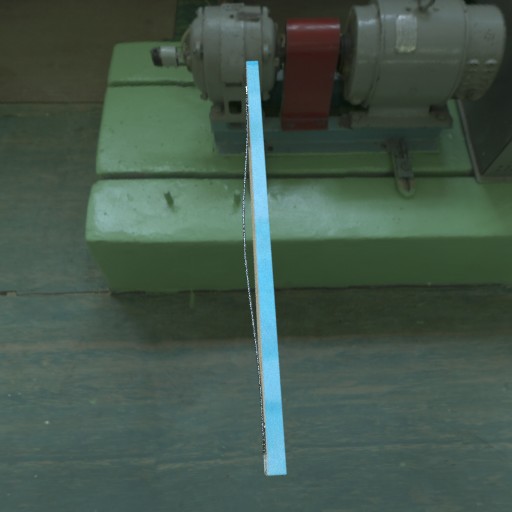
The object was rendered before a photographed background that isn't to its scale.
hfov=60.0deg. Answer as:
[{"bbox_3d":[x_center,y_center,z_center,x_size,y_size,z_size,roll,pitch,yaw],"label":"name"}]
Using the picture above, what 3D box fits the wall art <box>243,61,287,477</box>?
[{"bbox_3d":[0.000,0.000,0.850,0.044,0.254,0.759,-2,64,-1],"label":"wall art"}]
